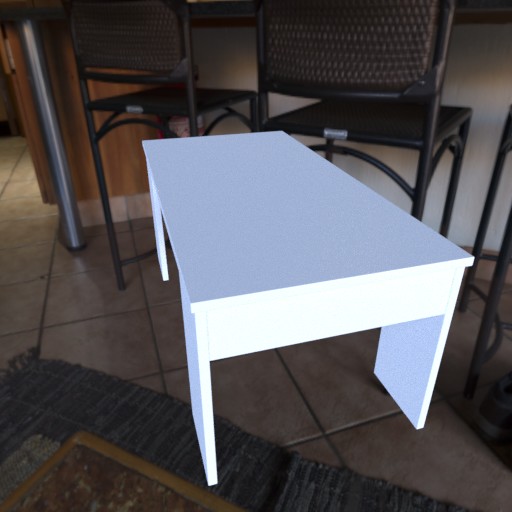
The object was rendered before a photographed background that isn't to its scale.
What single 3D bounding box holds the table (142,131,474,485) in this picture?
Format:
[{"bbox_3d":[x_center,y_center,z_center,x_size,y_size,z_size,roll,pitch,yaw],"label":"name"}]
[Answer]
[{"bbox_3d":[0.000,0.000,1.237,0.500,0.440,1.000,-8,30,-15],"label":"table"}]
